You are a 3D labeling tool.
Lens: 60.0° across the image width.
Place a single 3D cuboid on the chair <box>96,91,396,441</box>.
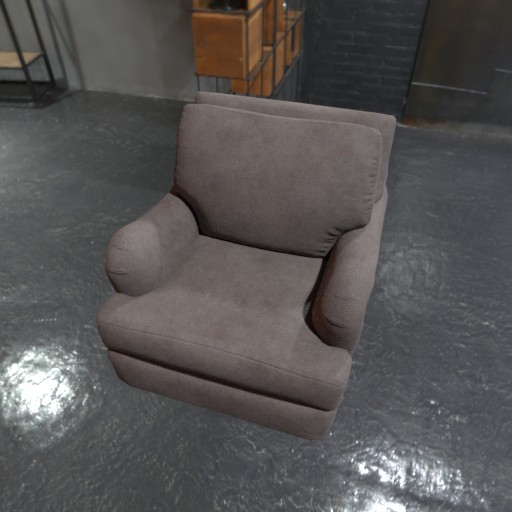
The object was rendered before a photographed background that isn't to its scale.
[{"bbox_3d":[0.000,0.000,1.834,0.955,0.997,1.070,12,43,13],"label":"chair"}]
